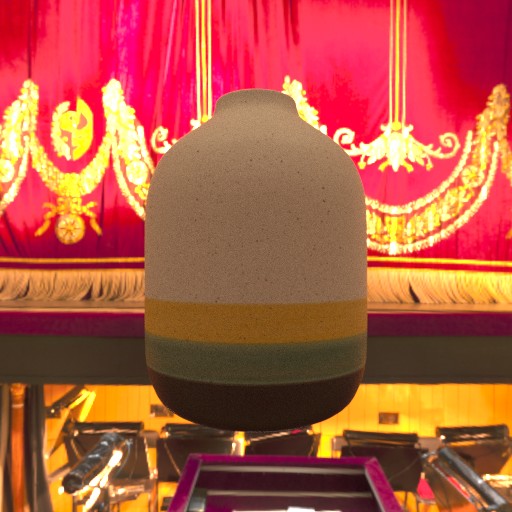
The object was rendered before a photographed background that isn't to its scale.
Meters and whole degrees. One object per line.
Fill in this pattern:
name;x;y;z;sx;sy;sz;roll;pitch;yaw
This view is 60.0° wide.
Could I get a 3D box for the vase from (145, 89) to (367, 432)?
vase;0.000;0.000;0.348;0.169;0.240;0.169;0;-1;0
